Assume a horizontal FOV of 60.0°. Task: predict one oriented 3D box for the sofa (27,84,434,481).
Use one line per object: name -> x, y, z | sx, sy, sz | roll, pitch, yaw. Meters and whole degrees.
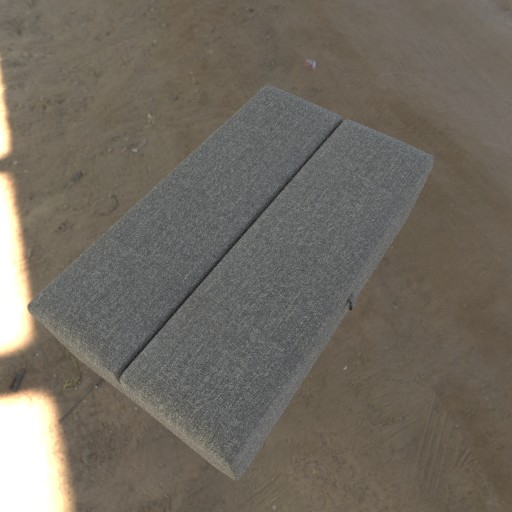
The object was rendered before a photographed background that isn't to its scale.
sofa -> 0.000, 0.000, 1.546 | 0.782, 0.417, 1.198 | 30, 62, 18
